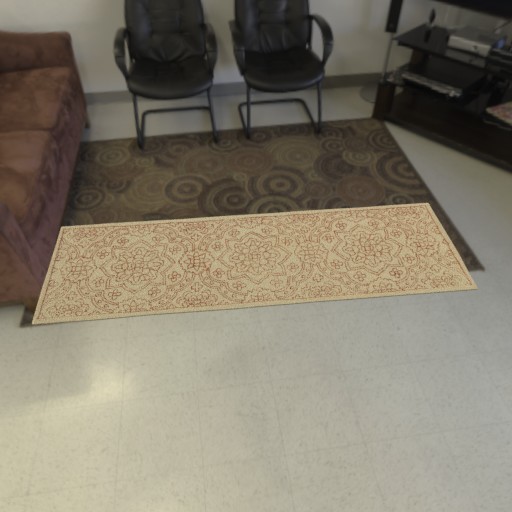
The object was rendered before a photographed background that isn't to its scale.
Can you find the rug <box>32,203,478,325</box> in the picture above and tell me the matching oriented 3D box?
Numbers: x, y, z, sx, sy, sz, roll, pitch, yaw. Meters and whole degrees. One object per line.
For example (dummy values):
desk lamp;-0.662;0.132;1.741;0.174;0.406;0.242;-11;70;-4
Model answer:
rug;0.000;0.000;2.674;2.448;0.012;0.769;-4;46;-4
